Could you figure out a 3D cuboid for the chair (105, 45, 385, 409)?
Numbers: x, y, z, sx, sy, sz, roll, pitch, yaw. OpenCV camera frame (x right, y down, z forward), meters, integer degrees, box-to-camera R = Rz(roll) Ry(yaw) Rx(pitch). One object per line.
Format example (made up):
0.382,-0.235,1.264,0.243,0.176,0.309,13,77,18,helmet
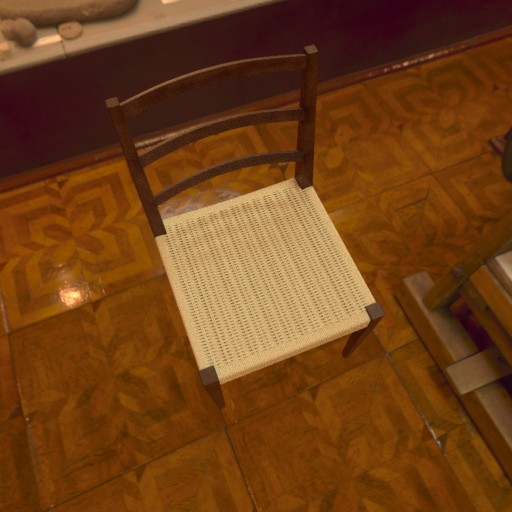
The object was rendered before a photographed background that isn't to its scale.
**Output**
0.000,0.000,1.188,0.480,0.813,0.551,-19,64,-10,chair
